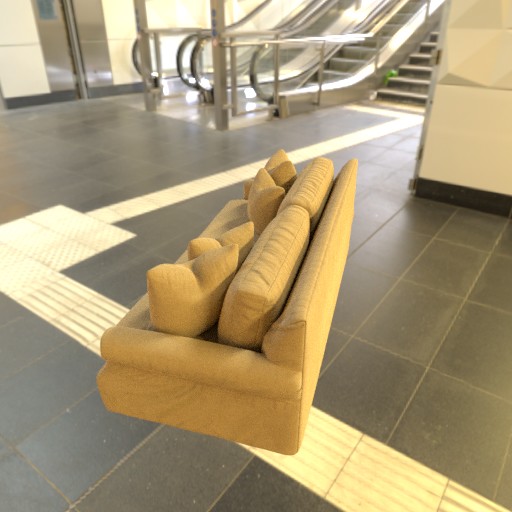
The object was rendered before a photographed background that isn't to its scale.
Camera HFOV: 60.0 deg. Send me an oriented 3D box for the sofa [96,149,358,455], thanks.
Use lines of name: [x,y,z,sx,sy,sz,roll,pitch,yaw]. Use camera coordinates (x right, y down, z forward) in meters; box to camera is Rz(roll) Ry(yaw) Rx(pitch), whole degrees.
sofa: [0.000,0.000,2.870,1.067,0.904,2.285,8,30,14]
